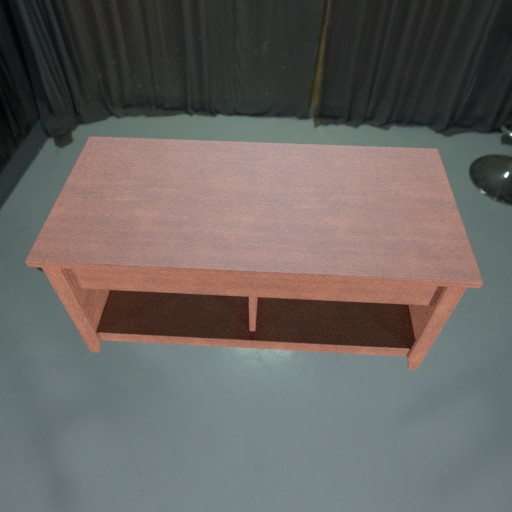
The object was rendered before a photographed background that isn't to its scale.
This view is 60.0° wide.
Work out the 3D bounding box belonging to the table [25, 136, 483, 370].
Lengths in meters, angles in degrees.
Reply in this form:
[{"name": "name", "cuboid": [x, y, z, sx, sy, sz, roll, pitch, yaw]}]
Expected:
[{"name": "table", "cuboid": [0.000, 0.000, 1.309, 1.016, 0.457, 0.483, 3, 50, 2]}]
